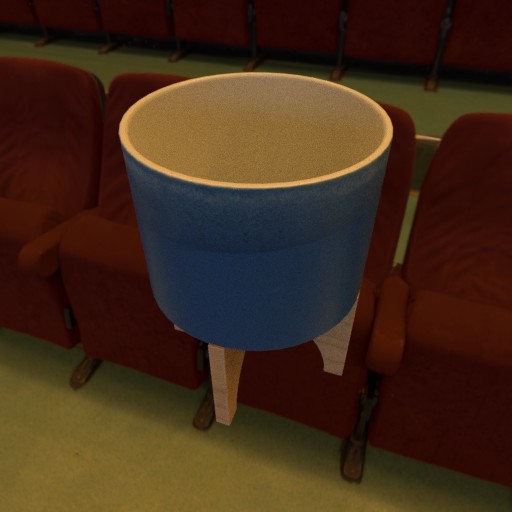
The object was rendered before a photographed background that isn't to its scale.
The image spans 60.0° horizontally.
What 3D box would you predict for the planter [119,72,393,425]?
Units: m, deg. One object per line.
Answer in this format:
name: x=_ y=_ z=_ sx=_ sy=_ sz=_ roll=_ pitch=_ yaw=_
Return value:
planter: x=0.000 y=0.000 z=0.403 sx=0.192 sy=0.263 sz=0.192 roll=0 pitch=40 yaw=0
